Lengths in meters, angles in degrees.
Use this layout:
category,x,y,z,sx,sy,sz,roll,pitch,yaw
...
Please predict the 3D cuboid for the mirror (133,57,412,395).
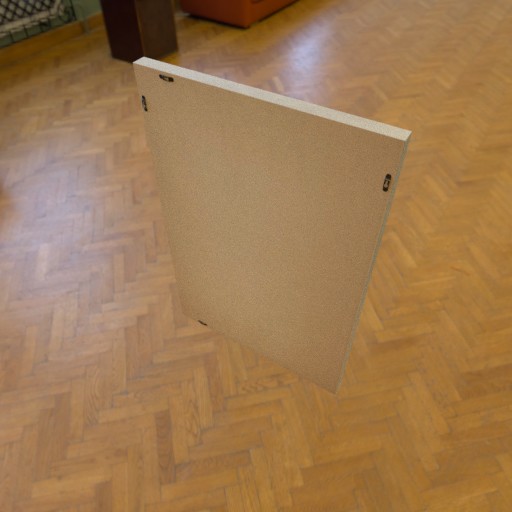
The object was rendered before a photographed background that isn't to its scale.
category,x,y,z,sx,sy,sz,roll,pitch,yaw
mirror,0.000,0.000,1.194,0.609,0.915,0.041,24,51,21
